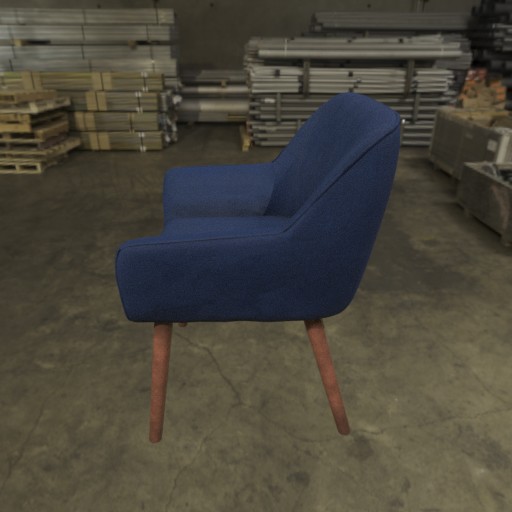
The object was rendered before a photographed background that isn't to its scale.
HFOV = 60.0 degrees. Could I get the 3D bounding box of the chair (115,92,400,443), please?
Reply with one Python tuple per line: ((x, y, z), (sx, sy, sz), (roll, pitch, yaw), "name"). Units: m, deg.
((0.000, 0.000, 1.226), (0.600, 0.820, 0.600), (0, 26, 0), "chair")
